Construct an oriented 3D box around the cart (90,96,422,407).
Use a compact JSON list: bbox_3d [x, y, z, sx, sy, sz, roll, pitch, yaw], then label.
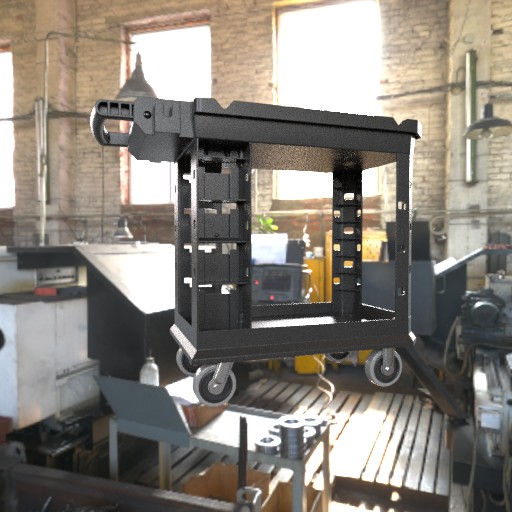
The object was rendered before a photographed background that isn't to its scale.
[{"bbox_3d":[0.000,0.000,1.529,1.061,0.884,0.497,-1,2,-18],"label":"cart"}]
